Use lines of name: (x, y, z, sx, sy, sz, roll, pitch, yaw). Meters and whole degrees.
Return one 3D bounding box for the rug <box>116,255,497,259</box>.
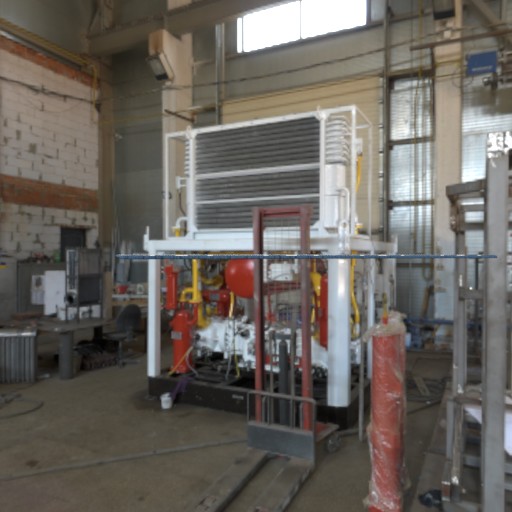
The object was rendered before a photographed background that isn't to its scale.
rug: (0.000, 0.000, 3.812, 2.270, 0.020, 2.881, 0, 0, -18)
